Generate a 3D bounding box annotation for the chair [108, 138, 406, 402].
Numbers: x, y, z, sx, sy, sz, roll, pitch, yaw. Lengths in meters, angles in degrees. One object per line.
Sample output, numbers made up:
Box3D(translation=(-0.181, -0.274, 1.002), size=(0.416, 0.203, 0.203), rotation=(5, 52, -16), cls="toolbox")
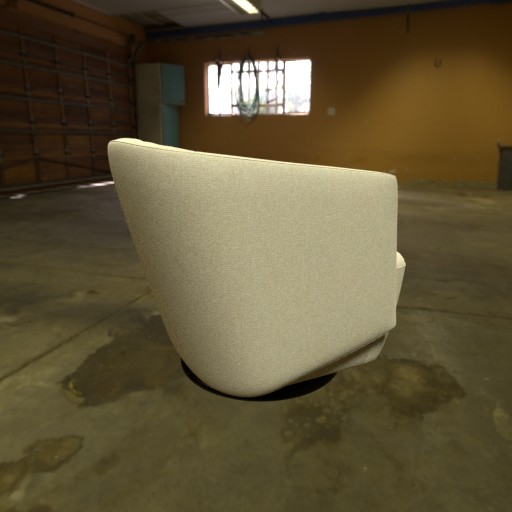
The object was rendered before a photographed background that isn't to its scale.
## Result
Box3D(translation=(0.000, 0.000, 1.677), size=(0.986, 0.861, 0.822), rotation=(-8, 17, -26), cls="chair")
